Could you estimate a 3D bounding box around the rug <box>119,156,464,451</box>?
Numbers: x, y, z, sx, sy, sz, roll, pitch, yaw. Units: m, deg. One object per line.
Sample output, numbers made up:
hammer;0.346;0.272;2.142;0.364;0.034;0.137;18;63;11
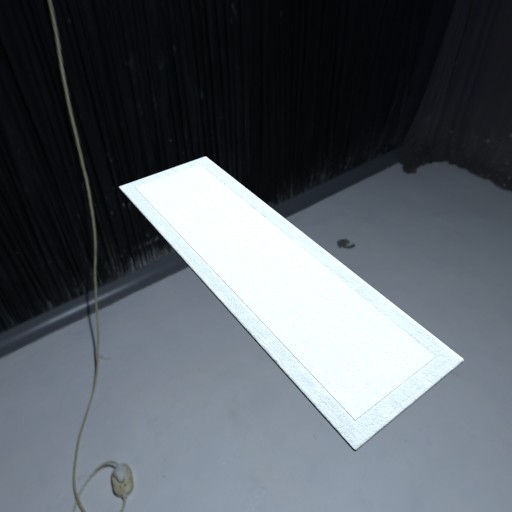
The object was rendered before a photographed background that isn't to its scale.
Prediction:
rug;0.000;0.000;2.729;0.759;0.012;2.430;-26;49;-26
